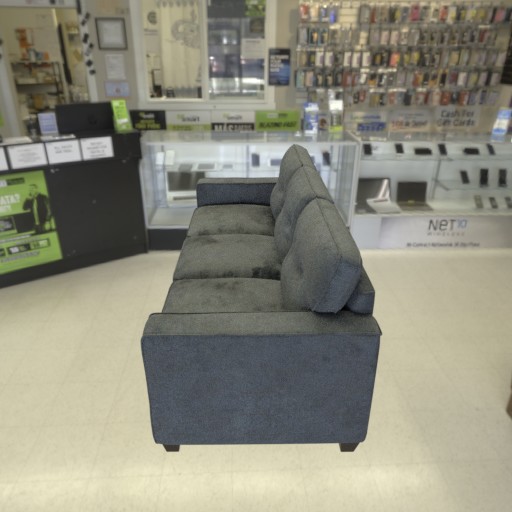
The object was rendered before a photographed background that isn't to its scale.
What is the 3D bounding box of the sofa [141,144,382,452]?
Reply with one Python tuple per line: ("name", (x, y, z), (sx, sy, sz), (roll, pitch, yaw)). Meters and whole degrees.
("sofa", (0.000, 0.000, 2.674), (0.939, 0.965, 2.133), (0, 26, -1))
